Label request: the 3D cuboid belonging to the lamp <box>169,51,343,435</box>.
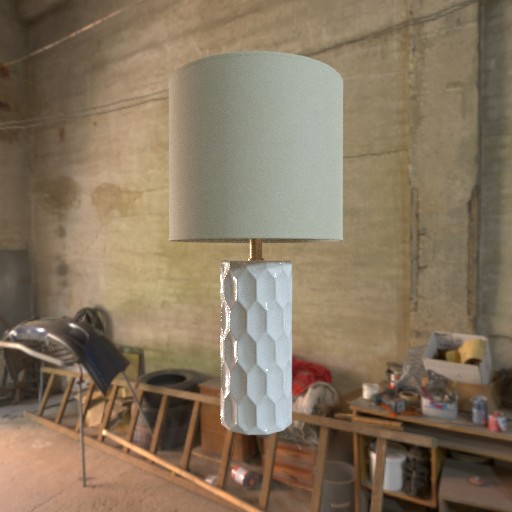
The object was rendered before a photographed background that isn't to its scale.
[{"bbox_3d":[0.000,0.000,0.717,0.277,0.537,0.277,0,0,-1],"label":"lamp"}]
